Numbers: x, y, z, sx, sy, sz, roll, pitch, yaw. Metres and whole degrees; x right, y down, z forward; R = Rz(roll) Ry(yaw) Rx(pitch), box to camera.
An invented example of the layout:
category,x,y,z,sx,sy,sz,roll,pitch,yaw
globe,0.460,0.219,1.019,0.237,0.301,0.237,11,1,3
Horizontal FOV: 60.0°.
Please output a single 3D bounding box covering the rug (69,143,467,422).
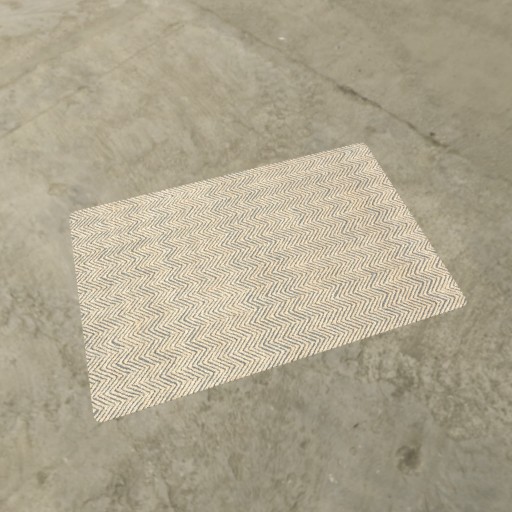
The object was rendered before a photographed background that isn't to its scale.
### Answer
category,x,y,z,sx,sy,sz,roll,pitch,yaw
rug,0.000,0.000,2.242,1.752,0.008,1.144,-15,59,-10
